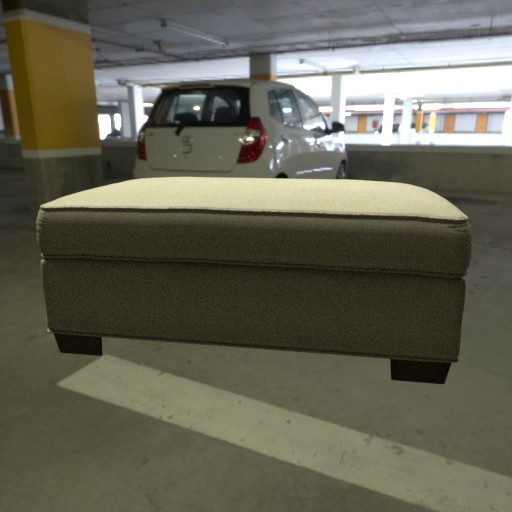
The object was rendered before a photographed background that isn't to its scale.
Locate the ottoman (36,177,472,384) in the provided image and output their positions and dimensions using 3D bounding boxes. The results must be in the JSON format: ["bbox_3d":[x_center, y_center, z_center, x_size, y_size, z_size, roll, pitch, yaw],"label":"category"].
[{"bbox_3d":[0.000,0.000,1.396,1.097,0.461,0.617,3,16,9],"label":"ottoman"}]
